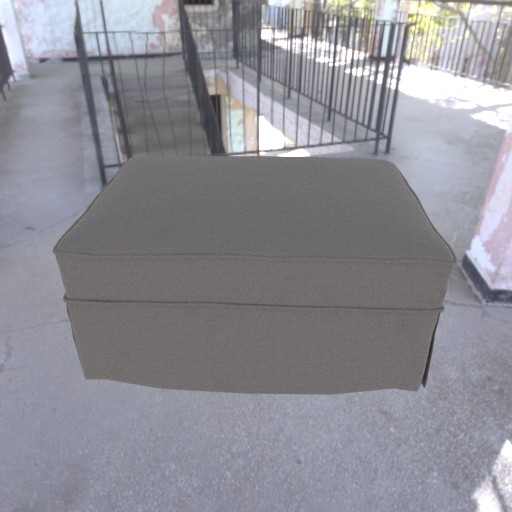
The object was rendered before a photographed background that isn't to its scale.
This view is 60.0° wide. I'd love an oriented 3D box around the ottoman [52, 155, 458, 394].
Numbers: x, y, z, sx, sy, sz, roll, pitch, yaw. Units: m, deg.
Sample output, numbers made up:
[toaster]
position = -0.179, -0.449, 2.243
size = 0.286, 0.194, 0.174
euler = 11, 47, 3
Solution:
[ottoman]
position = 0.000, 0.000, 1.339
size = 0.944, 0.479, 0.703
euler = 1, 32, 2
